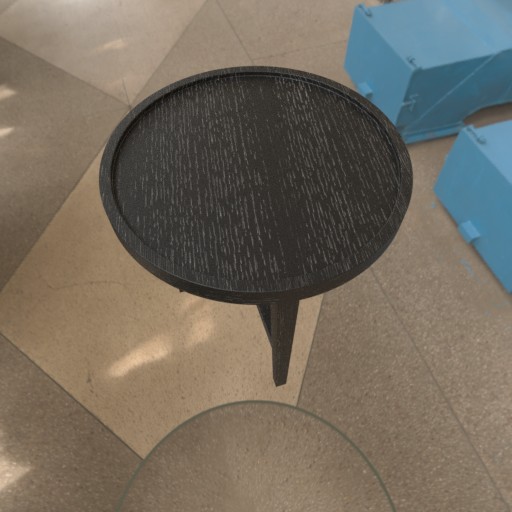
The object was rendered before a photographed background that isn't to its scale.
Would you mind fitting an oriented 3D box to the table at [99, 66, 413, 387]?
[{"bbox_3d":[0.000,0.000,0.764,0.399,0.460,0.399,0,56,0],"label":"table"}]
